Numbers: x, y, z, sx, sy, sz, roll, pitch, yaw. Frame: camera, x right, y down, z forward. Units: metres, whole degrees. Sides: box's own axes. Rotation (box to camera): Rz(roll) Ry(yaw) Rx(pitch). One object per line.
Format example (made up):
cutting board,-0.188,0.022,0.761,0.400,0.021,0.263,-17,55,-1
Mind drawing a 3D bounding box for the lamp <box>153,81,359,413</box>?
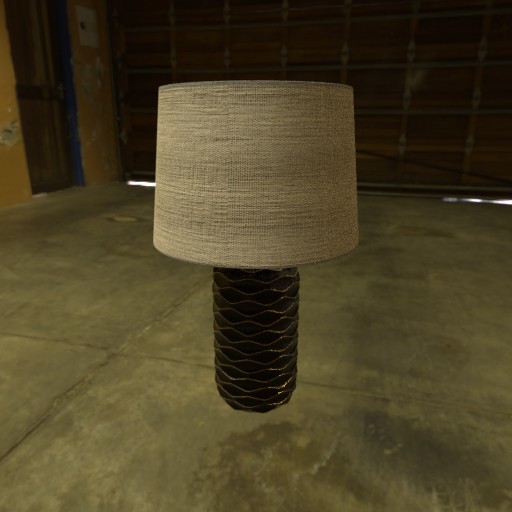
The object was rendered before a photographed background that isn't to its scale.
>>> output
lamp,0.000,0.000,0.842,0.376,0.594,0.376,0,17,0
